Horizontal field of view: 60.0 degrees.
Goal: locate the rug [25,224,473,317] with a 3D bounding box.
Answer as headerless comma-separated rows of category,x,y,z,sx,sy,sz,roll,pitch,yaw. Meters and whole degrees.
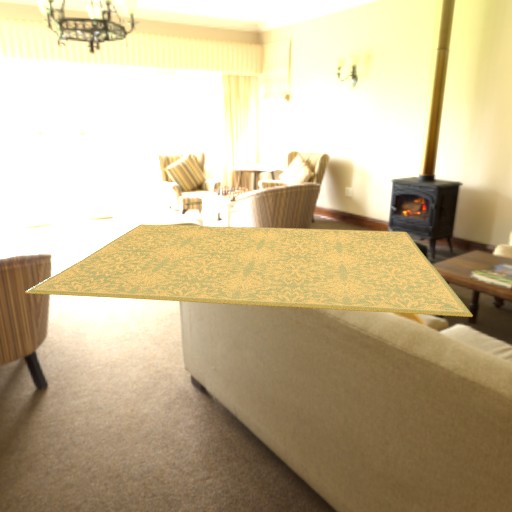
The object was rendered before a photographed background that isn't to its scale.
rug,0.000,0.000,2.911,2.205,0.014,1.589,2,17,7
